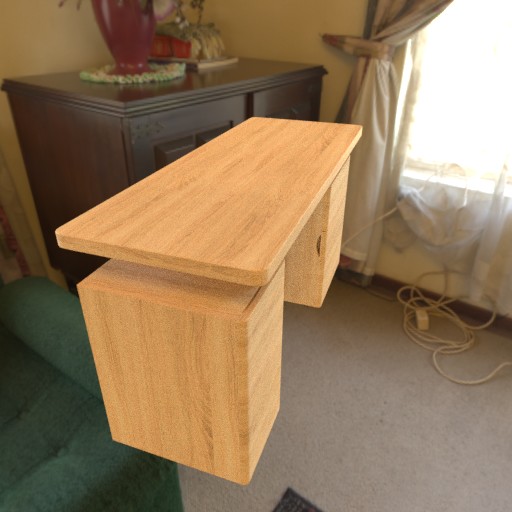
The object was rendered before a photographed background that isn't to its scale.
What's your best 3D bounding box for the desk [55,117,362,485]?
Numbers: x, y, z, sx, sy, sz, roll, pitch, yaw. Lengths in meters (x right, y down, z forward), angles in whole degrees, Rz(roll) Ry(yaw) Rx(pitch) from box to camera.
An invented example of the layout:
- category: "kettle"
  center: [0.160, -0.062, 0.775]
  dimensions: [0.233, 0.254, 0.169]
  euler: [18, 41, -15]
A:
- category: "desk"
  center: [0.000, 0.000, 1.751]
  dimensions: [0.550, 0.760, 1.400]
  euler: [10, 31, 17]
